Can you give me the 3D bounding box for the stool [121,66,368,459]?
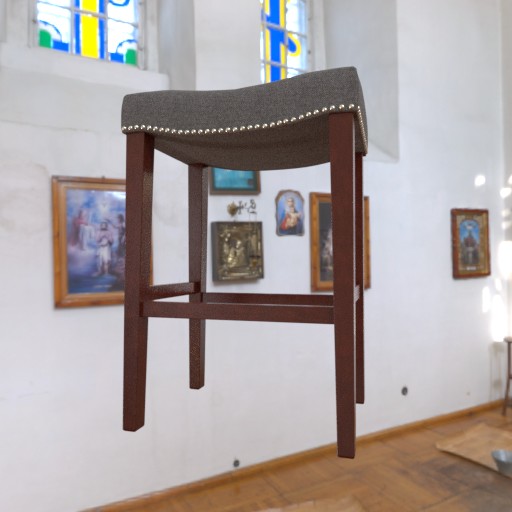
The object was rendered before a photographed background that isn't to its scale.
[{"bbox_3d":[0.000,0.000,1.046,0.504,0.742,0.372,0,-1,17],"label":"stool"}]
